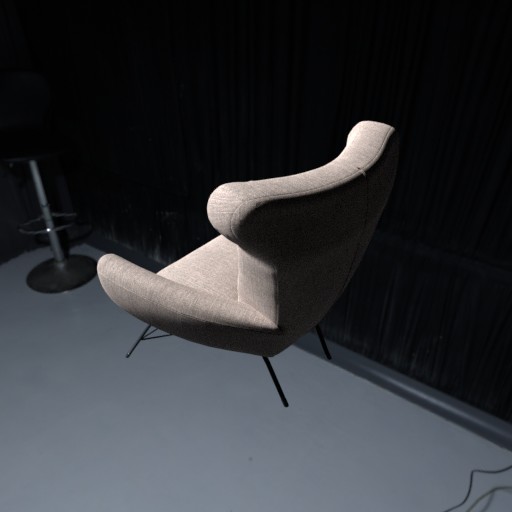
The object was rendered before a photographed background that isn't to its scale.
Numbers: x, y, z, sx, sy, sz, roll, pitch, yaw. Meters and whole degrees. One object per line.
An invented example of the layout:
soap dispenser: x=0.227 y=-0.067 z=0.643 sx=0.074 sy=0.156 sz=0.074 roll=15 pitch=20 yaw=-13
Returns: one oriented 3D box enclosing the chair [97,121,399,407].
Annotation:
chair: x=0.000 y=0.000 z=1.817 sx=0.900 sy=1.040 sz=0.980 roll=23 pitch=39 yaw=31
